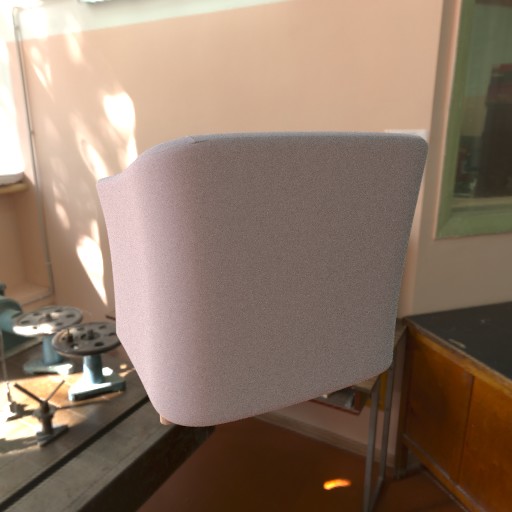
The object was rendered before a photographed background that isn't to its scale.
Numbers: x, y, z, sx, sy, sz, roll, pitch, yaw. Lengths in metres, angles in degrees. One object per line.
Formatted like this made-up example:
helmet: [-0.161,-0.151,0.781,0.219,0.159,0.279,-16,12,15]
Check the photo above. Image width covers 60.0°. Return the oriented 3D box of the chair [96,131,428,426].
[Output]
chair: [0.000,0.000,1.332,0.790,0.720,0.700,-8,17,-26]
